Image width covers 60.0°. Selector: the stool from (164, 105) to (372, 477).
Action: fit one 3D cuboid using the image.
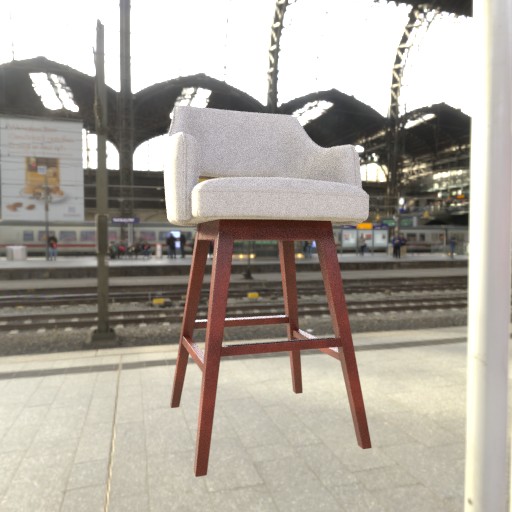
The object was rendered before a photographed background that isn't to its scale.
[{"bbox_3d":[0.000,0.000,1.348,0.548,1.012,0.558,-1,2,-18],"label":"stool"}]
